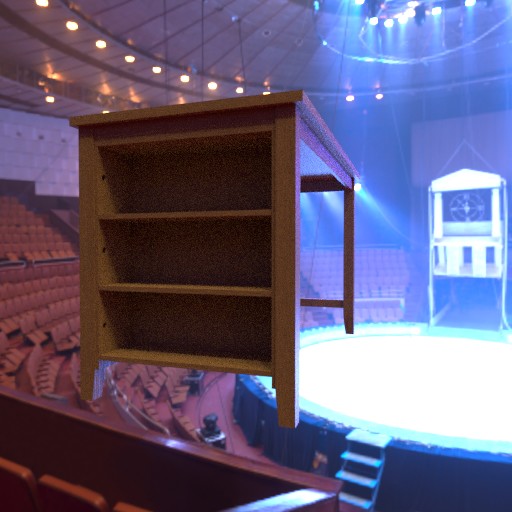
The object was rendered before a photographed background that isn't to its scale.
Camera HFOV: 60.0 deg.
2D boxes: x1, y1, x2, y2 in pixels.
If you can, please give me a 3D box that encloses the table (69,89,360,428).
[{"bbox_3d":[0.000,0.000,1.907,0.729,0.874,1.397,0,1,19],"label":"table"}]
